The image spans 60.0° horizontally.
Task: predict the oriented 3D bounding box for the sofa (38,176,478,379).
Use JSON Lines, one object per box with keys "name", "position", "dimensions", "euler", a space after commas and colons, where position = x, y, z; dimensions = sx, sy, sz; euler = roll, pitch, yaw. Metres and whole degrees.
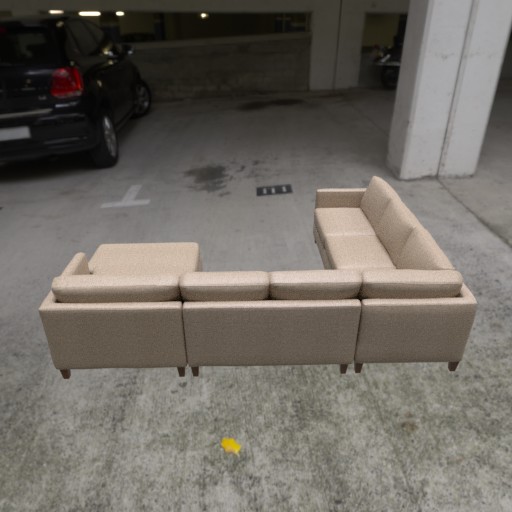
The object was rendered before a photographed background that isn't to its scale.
{"name": "sofa", "position": [0.000, 0.000, 4.655], "dimensions": [3.460, 0.961, 2.594], "euler": [-1, 29, -1]}
